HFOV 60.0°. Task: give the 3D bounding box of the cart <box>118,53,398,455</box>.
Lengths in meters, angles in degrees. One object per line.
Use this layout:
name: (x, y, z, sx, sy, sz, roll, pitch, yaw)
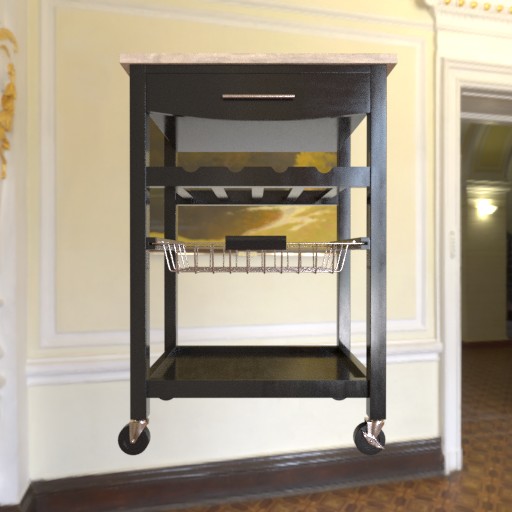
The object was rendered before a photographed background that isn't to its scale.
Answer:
cart: (0.000, 0.000, 1.113, 0.584, 0.839, 0.403, 0, 0, 0)
